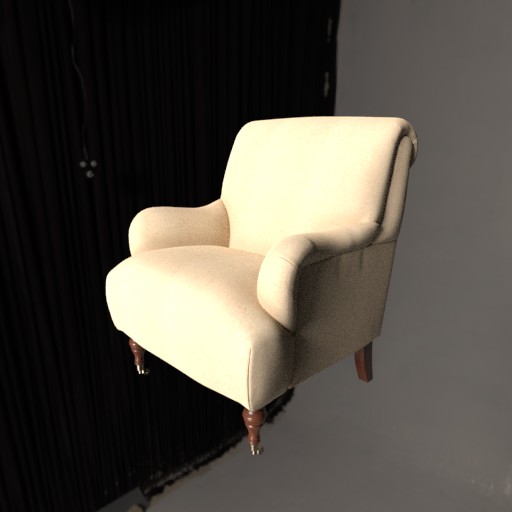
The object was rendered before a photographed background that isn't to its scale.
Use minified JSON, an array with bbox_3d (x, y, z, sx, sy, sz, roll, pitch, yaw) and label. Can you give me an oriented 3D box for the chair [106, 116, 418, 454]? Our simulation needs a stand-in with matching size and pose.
[{"bbox_3d":[0.000,0.000,1.554,0.842,0.944,0.766,-15,22,-43],"label":"chair"}]
